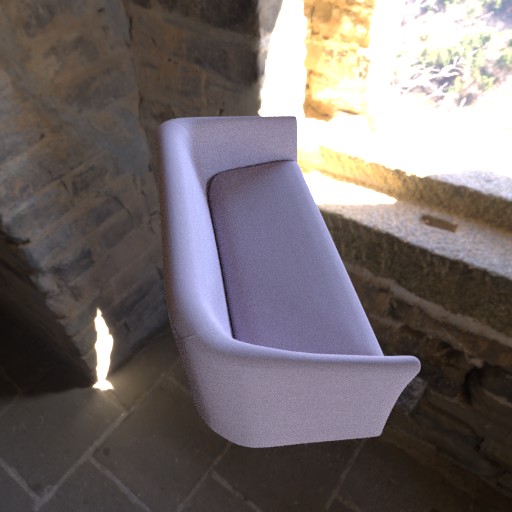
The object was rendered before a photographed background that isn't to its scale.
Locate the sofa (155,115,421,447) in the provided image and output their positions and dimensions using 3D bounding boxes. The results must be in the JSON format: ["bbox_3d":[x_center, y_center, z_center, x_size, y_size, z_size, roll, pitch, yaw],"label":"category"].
[{"bbox_3d":[0.000,0.000,1.862,0.705,0.721,1.452,-8,47,-7],"label":"sofa"}]
